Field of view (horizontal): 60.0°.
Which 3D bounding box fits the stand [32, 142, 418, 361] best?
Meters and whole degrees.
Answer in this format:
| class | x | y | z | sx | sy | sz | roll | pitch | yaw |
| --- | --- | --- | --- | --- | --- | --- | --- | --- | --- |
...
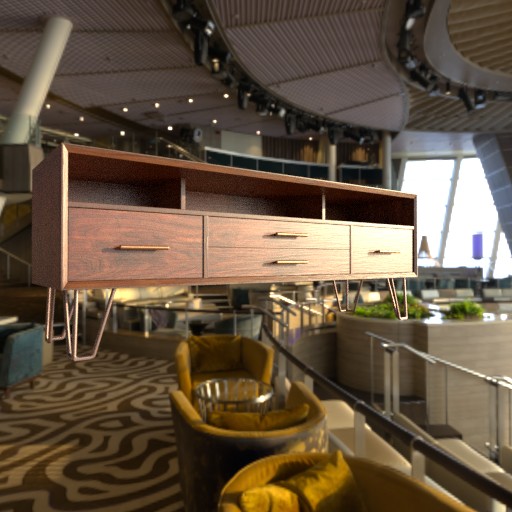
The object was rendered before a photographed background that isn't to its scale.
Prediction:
| class | x | y | z | sx | sy | sz | roll | pitch | yaw |
| --- | --- | --- | --- | --- | --- | --- | --- | --- | --- |
| stand | 0.000 | 0.000 | 1.862 | 1.626 | 0.610 | 0.481 | 0 | -1 | -36 |
